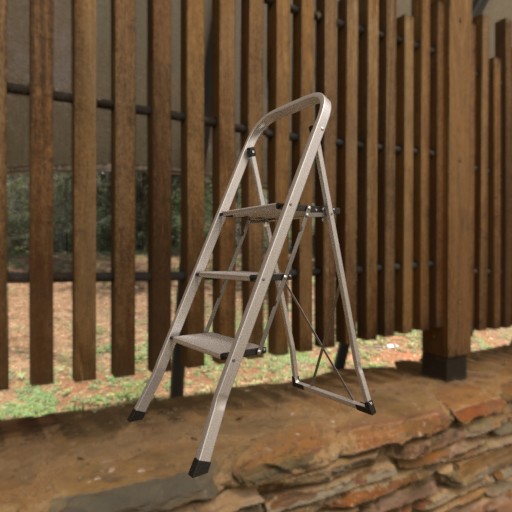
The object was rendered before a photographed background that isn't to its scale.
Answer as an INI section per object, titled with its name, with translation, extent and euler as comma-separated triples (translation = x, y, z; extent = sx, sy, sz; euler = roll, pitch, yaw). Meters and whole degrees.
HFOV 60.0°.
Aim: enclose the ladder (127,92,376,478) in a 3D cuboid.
[ladder]
translation = 0.000, 0.000, 1.459
extent = 0.704, 1.070, 0.465
euler = 0, 0, -35
